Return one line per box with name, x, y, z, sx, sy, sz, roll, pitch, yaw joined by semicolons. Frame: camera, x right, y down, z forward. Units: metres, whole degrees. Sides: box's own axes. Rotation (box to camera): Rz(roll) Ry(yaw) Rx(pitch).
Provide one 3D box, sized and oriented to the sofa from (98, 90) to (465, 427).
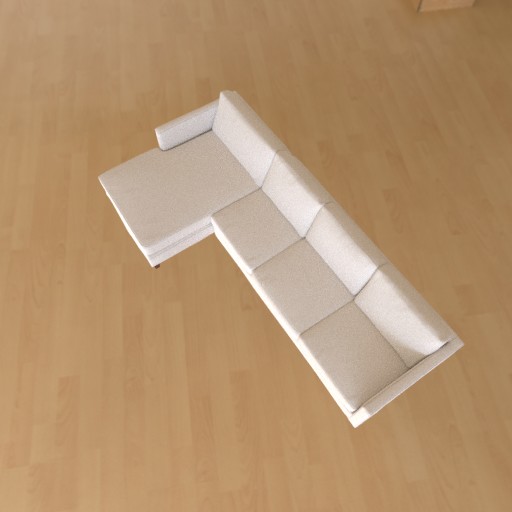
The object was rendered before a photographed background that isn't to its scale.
sofa;0.000;0.000;3.901;1.625;0.846;3.186;-31;66;-15
